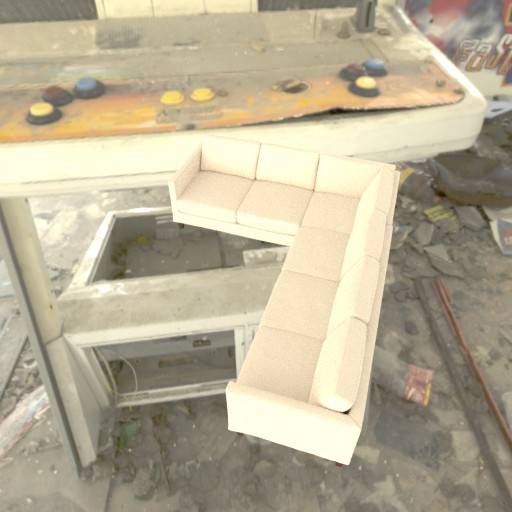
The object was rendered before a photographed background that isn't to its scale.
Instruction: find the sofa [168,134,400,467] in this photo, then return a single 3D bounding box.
[{"bbox_3d":[0.000,0.000,4.332,2.432,0.863,3.182,12,44,13],"label":"sofa"}]
